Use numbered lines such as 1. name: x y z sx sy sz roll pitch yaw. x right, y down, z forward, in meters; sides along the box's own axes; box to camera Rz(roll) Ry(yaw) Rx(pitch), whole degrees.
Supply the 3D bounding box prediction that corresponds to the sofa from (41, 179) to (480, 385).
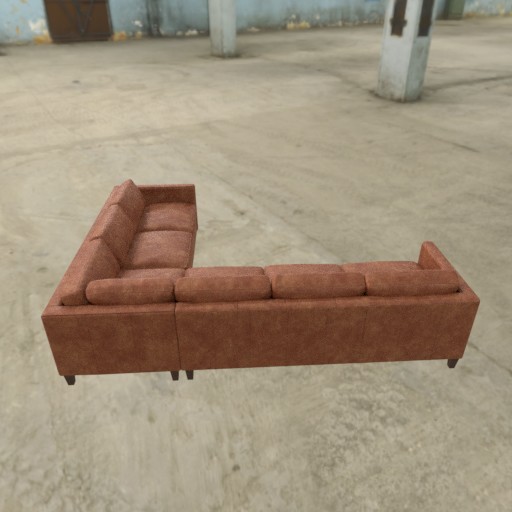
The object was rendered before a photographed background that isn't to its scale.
1. sofa: 0.000 0.000 4.313 3.167 0.838 2.438 -2 31 -3
